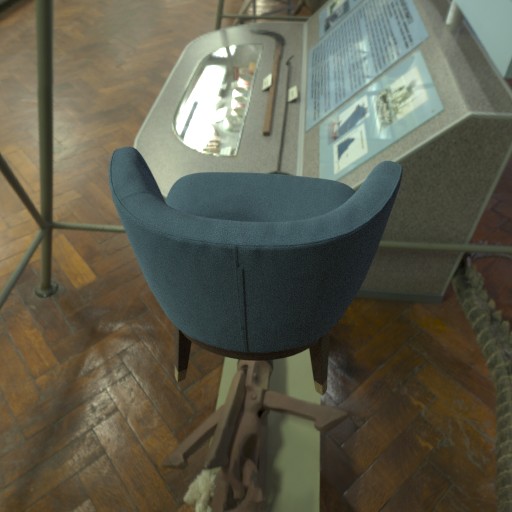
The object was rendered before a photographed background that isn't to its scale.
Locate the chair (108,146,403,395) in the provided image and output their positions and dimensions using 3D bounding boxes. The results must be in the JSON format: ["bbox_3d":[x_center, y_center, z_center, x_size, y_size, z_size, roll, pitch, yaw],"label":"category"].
[{"bbox_3d":[0.000,0.000,1.259,0.661,0.760,0.702,4,45,4],"label":"chair"}]
